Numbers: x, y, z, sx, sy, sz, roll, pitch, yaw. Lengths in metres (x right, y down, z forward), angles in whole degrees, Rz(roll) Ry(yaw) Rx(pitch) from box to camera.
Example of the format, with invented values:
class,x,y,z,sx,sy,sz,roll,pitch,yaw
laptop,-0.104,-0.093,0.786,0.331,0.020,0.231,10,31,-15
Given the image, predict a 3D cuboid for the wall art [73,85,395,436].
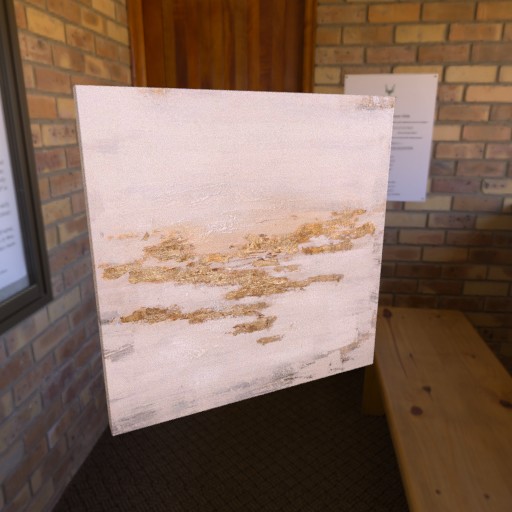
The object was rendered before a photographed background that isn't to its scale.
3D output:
class,x,y,z,sx,sy,sz,roll,pitch,yaw
wall art,0.000,0.000,0.882,0.611,0.613,0.040,-8,18,-24
